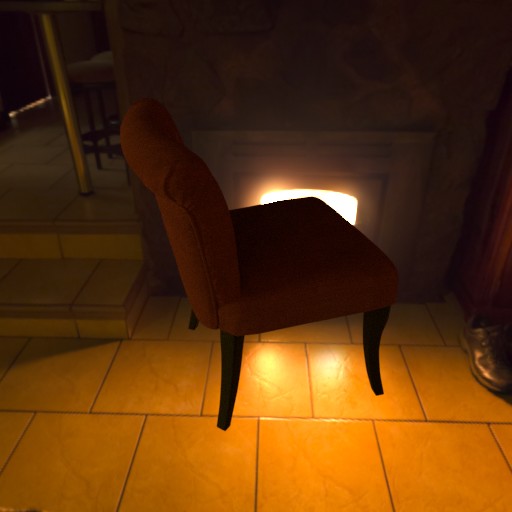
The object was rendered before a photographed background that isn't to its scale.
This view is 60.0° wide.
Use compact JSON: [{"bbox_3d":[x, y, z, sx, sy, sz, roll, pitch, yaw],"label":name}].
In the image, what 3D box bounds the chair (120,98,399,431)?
[{"bbox_3d":[0.000,0.000,1.187,0.605,0.750,0.582,-9,31,-16],"label":"chair"}]
